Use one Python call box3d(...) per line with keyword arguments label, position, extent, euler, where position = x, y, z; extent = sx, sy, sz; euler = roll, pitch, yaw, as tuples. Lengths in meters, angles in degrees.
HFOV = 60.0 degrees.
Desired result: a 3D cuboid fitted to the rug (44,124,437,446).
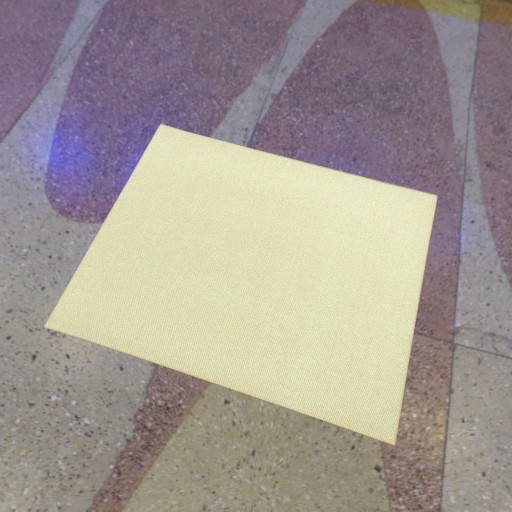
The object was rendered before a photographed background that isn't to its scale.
box3d(label="rug", position=(0.000, 0.000, 4.135), extent=(3.039, 0.018, 2.462), euler=(16, 64, 8))
